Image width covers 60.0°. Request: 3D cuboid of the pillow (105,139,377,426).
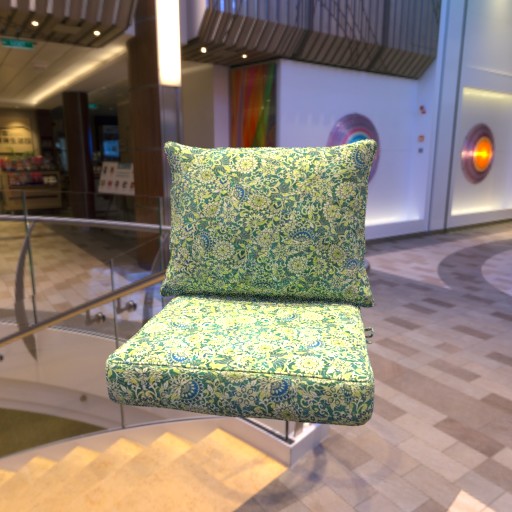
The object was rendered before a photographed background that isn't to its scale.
[{"bbox_3d":[0.000,0.000,1.383,0.798,0.722,0.740,2,13,9],"label":"pillow"}]
